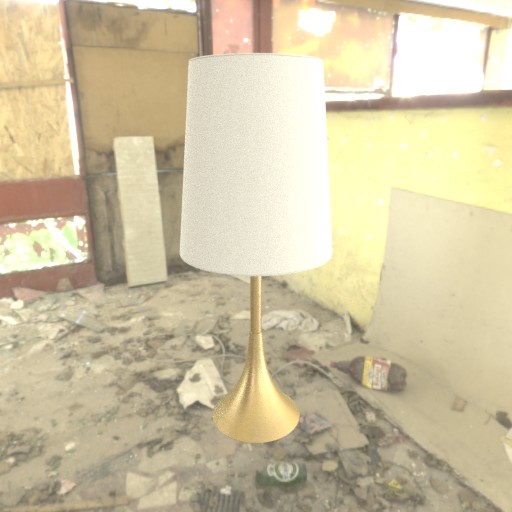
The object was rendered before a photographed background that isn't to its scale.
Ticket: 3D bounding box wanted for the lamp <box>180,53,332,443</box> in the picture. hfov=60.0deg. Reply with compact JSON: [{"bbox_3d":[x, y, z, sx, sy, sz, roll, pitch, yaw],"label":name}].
[{"bbox_3d":[0.000,0.000,0.682,0.231,0.569,0.231,0,17,0],"label":"lamp"}]
